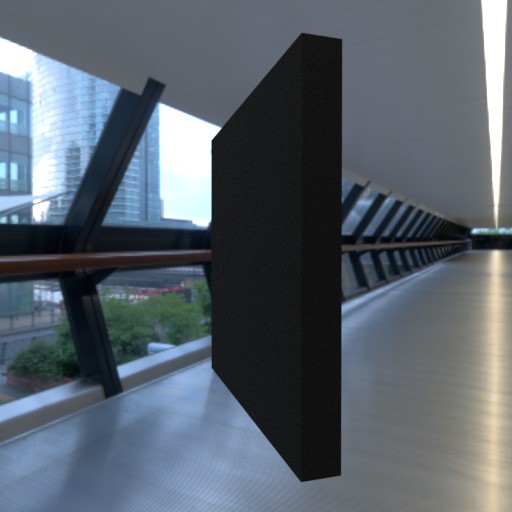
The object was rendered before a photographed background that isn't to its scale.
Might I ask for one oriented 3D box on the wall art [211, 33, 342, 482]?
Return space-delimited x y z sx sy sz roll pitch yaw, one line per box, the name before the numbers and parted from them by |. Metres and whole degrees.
wall art | 0.000 0.000 0.452 0.030 0.305 0.308 0 1 -17
